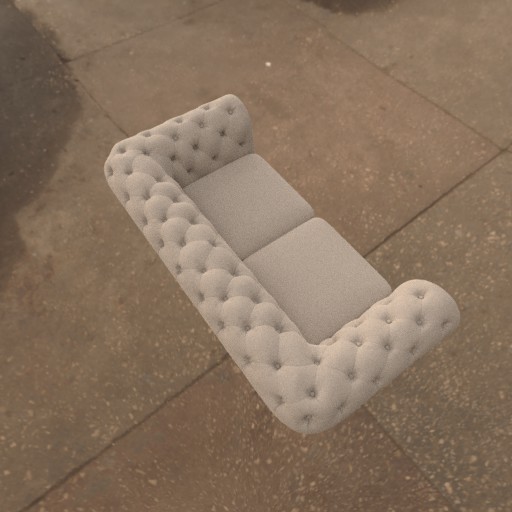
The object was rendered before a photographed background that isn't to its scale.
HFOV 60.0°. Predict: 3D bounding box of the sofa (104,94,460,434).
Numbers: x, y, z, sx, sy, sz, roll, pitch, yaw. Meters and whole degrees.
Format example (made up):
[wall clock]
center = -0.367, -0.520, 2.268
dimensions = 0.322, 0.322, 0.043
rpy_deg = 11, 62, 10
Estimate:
[sofa]
center = 0.000, 0.000, 2.579
dimensions = 0.986, 0.764, 1.998
rpy_deg = -31, 63, -18
